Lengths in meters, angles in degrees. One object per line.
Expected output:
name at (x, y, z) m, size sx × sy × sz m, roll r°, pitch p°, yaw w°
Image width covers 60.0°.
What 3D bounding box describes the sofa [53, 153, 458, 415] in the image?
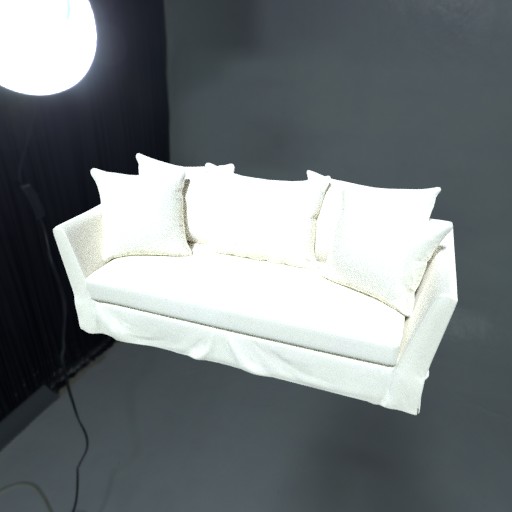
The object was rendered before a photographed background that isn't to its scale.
sofa at (0.000, 0.000, 2.841) m, size 2.290 × 1.034 × 1.031 m, roll 10°, pitch 29°, yaw 18°
